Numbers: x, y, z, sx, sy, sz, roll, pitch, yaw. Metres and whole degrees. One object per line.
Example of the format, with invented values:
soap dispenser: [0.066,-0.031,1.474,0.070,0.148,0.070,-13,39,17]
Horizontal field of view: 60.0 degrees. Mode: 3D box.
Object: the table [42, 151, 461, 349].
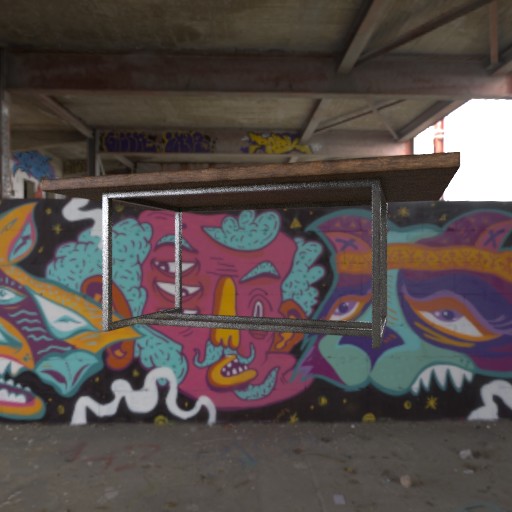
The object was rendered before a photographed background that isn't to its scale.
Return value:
table: [0.000,0.000,2.496,1.989,0.795,1.078,0,0,18]
